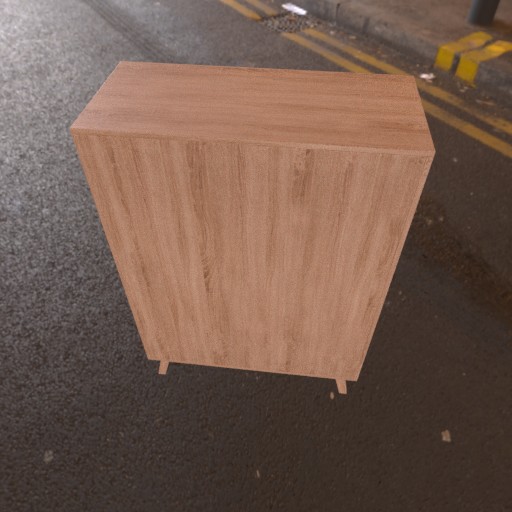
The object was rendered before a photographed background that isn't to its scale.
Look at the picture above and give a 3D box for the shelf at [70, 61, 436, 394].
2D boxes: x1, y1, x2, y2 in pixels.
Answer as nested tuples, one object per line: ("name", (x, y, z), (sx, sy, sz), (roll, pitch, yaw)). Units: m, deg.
("shelf", (0.000, 0.000, 1.858), (1.000, 1.390, 0.450), (5, 47, 5))
